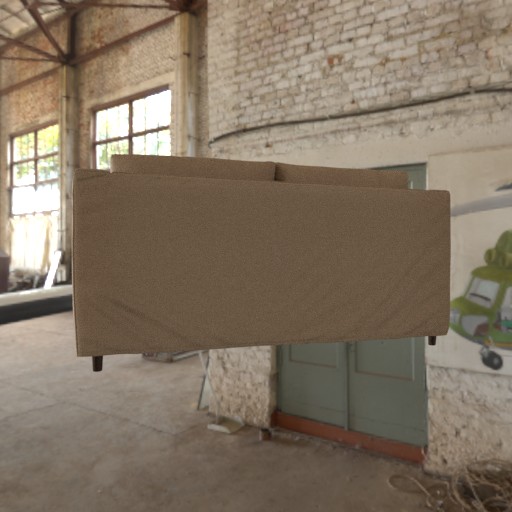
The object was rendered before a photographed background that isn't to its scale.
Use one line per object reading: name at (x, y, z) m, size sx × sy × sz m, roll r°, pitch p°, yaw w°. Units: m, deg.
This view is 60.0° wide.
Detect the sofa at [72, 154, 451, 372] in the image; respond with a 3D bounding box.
sofa at (0.000, 0.000, 2.679) m, size 2.010 × 1.018 × 1.072 m, roll 0°, pitch 0°, yaw -19°
